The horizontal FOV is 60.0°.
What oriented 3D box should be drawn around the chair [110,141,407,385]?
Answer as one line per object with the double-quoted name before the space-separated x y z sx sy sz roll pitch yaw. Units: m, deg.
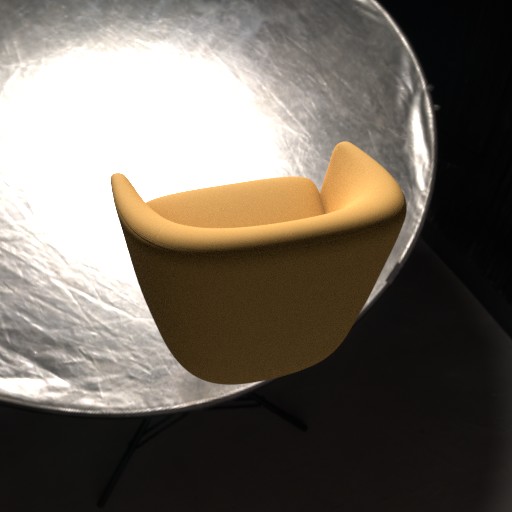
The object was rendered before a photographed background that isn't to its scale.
"chair" 0.000 0.000 1.374 0.773 0.698 0.767 -11 41 -12
